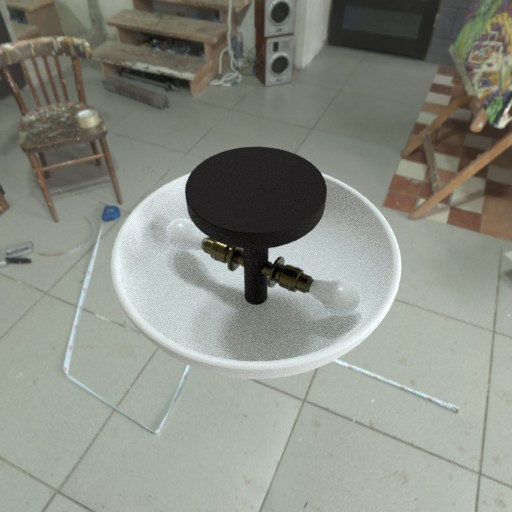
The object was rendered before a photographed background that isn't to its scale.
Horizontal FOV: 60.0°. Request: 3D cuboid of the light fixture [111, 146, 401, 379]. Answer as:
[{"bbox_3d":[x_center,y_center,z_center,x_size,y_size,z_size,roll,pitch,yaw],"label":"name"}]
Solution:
[{"bbox_3d":[0.000,0.000,0.532,0.331,0.212,0.331,0,46,0],"label":"light fixture"}]
